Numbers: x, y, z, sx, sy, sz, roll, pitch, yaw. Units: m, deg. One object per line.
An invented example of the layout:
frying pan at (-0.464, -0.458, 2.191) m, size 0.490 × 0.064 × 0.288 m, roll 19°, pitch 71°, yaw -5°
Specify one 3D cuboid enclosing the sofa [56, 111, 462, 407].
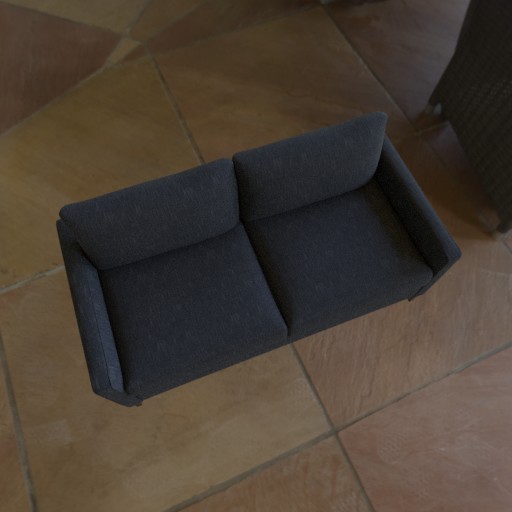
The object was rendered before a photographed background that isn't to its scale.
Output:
sofa at (0.000, 0.000, 2.200) m, size 1.716 × 0.862 × 0.866 m, roll -19°, pitch 66°, yaw -9°
